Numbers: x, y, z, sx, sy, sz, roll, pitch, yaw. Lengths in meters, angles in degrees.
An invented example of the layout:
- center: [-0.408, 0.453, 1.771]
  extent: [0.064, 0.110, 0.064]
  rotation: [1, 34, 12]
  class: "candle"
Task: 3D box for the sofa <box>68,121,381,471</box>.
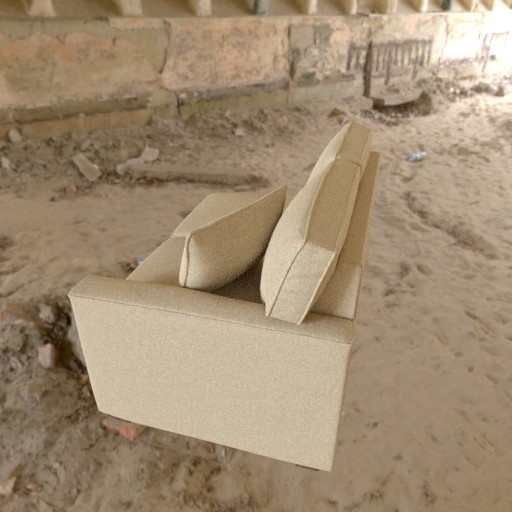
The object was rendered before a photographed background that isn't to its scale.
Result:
- center: [0.000, 0.000, 2.045]
  extent: [0.991, 0.989, 1.388]
  rotation: [8, 31, 14]
  class: "sofa"
